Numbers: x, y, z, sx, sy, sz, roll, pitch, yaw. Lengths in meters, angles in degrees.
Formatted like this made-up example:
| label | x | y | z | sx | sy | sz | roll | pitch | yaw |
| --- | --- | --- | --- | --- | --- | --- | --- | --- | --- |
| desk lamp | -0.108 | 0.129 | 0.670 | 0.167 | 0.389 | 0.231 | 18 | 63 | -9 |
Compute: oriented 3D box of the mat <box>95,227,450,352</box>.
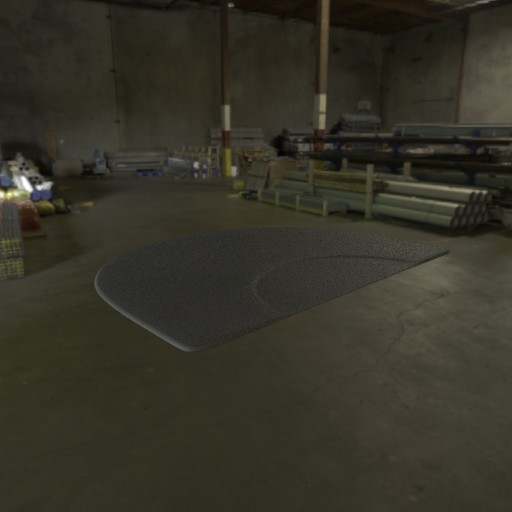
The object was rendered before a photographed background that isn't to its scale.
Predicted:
| label | x | y | z | sx | sy | sz | roll | pitch | yaw |
| --- | --- | --- | --- | --- | --- | --- | --- | --- | --- |
| mat | 0.000 | 0.000 | 1.618 | 1.220 | 0.016 | 0.917 | -14 | 21 | -41 |
